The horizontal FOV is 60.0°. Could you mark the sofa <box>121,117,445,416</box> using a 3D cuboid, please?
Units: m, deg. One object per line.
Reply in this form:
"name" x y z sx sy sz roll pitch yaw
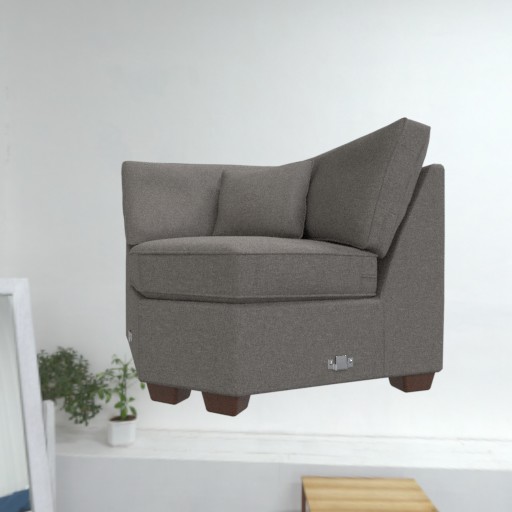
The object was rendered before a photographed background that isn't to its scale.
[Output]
"sofa" 0.000 0.000 1.837 1.050 0.951 1.042 0 1 -18
